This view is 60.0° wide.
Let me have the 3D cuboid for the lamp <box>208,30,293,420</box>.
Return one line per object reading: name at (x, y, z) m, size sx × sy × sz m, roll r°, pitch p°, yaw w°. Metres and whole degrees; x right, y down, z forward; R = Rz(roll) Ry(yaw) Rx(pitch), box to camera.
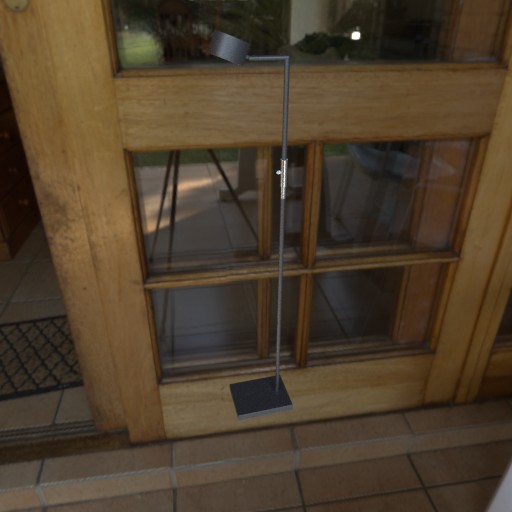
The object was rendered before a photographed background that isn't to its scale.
lamp at (0.000, 0.000, 1.756) m, size 0.304 × 1.600 × 0.203 m, roll -7°, pitch 30°, yaw -13°
